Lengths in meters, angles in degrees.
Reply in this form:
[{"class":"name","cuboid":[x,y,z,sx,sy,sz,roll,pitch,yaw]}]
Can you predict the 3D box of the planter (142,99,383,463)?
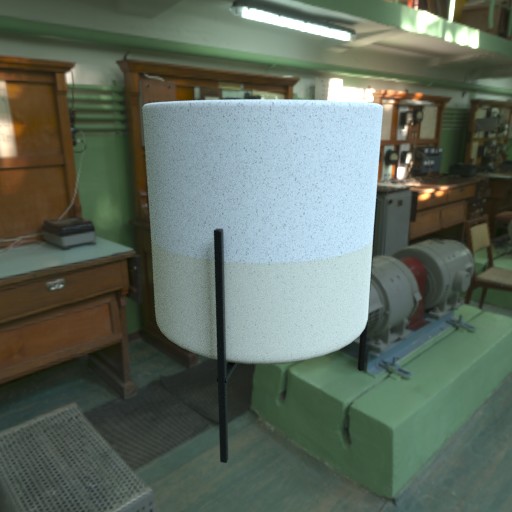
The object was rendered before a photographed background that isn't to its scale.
[{"class":"planter","cuboid":[0.000,0.000,0.655,0.313,0.423,0.335,-16,23,-42]}]
